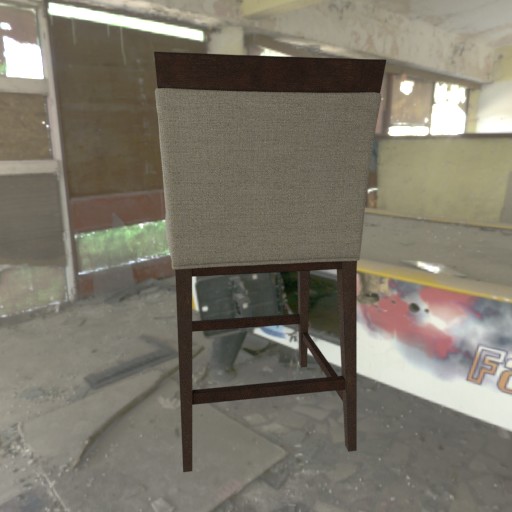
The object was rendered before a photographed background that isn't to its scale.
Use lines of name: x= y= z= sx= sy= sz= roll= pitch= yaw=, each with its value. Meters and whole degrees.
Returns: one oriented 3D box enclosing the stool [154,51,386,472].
stool: x=0.000 y=0.000 z=1.292 sx=0.512 sy=1.009 sz=0.531 roll=-3 pitch=15 yaw=-10
